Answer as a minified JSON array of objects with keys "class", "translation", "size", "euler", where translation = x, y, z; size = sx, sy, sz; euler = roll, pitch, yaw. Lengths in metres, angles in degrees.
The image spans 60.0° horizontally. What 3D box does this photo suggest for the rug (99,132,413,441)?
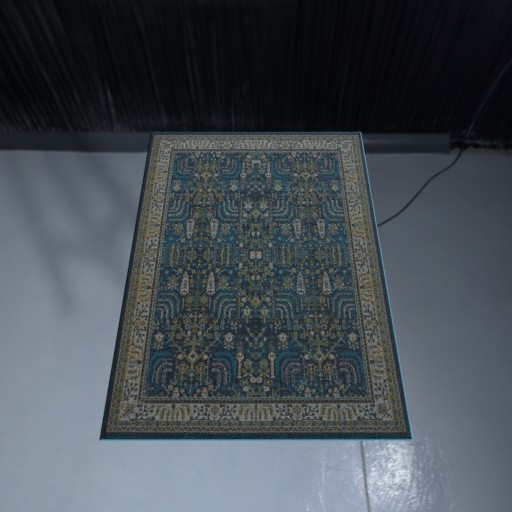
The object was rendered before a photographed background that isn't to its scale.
[{"class":"rug","translation":[0.000,0.000,3.917],"size":[2.226,0.015,3.044],"euler":[0,59,0]}]
